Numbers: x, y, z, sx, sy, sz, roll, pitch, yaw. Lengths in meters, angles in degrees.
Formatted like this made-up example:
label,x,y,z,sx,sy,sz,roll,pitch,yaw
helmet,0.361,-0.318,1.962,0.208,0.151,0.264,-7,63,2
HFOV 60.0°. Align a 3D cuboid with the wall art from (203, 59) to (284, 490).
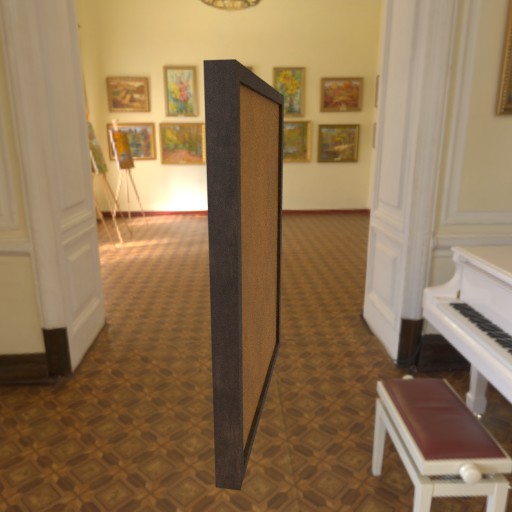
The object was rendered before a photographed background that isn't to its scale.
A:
label,x,y,z,sx,sy,sz,roll,pitch,yaw
wall art,0.000,0.000,0.556,0.027,0.406,0.329,3,15,10
